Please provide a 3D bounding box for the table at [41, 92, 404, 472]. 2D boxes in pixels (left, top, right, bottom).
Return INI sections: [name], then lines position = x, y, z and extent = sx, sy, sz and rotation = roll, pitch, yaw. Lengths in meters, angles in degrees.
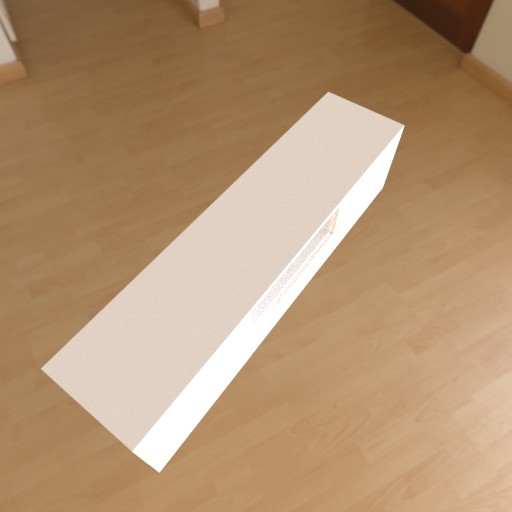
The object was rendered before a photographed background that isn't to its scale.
[table]
position = 0.000, 0.000, 1.811
extent = 0.390, 0.420, 1.650
rotation = 32, 62, 19
